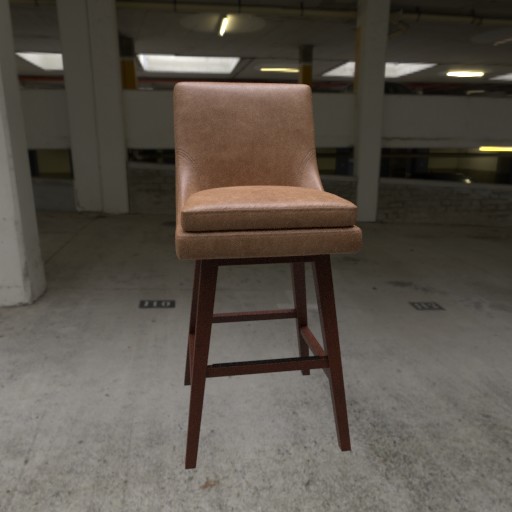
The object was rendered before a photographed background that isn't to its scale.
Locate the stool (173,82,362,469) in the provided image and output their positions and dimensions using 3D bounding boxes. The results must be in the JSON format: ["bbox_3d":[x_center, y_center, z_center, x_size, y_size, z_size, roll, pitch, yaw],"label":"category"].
[{"bbox_3d":[0.000,0.000,1.393,0.487,1.079,0.572,-2,15,-9],"label":"stool"}]
